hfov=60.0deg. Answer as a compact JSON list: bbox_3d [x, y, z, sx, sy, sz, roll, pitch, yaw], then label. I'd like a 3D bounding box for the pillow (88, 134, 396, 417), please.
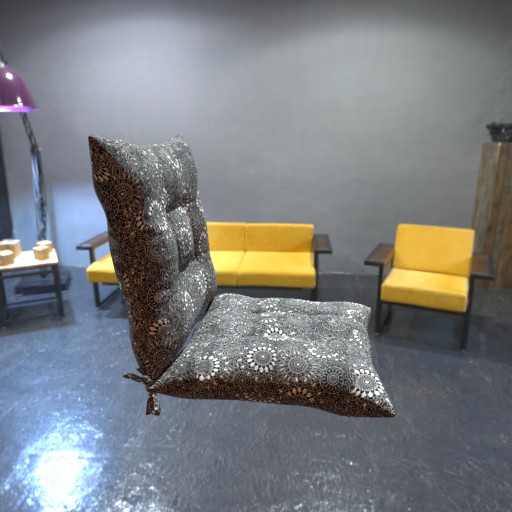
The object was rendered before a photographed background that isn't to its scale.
[{"bbox_3d":[0.000,0.000,1.007,0.585,0.536,0.541,2,15,8],"label":"pillow"}]
